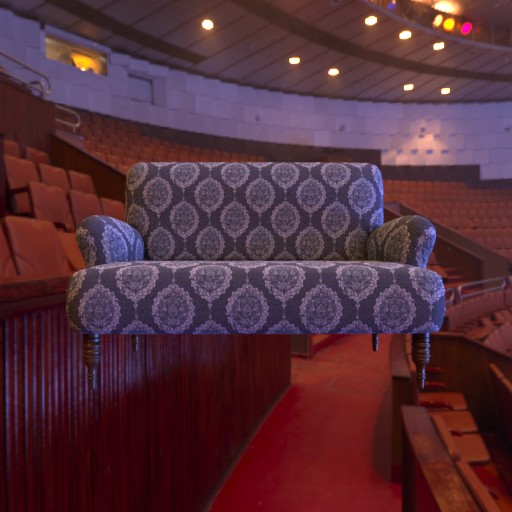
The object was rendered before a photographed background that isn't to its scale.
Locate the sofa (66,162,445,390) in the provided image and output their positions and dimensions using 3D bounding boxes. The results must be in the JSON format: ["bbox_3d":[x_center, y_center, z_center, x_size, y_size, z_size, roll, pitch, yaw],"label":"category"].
[{"bbox_3d":[0.000,0.000,1.753,1.297,0.867,0.779,0,1,-1],"label":"sofa"}]
